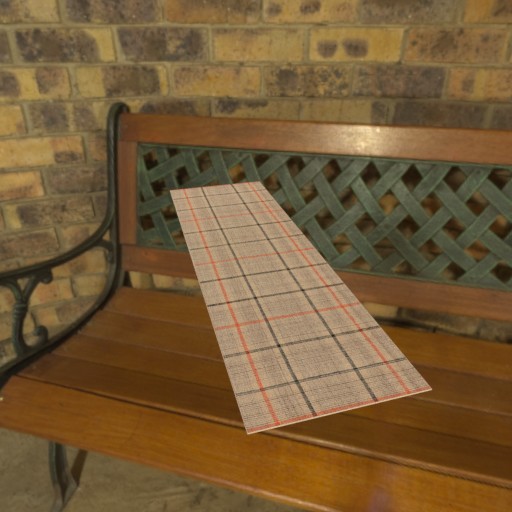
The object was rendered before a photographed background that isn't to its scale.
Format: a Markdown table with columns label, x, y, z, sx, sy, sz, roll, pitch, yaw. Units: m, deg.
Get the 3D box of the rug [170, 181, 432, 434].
| label | x | y | z | sx | sy | sz | roll | pitch | yaw |
| --- | --- | --- | --- | --- | --- | --- | --- | --- | --- |
| rug | 0.000 | 0.000 | 2.693 | 0.762 | 0.008 | 2.439 | -8 | 31 | -14 |
